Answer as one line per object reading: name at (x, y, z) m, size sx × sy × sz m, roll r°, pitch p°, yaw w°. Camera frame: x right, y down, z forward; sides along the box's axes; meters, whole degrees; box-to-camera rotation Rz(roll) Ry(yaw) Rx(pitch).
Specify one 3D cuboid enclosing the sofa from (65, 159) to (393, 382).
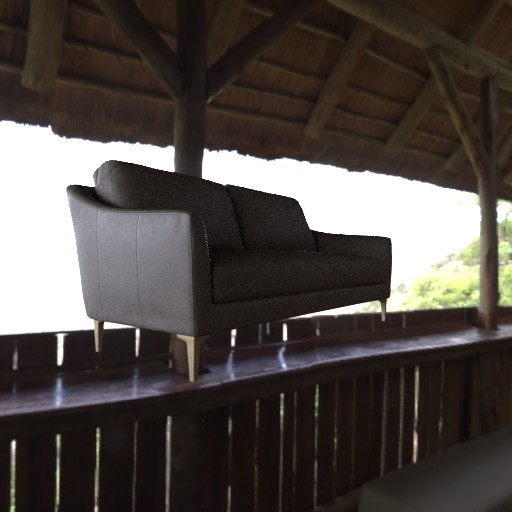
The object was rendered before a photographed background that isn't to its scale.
sofa at (0.000, 0.000, 2.585) m, size 0.960 × 0.902 × 2.036 m, roll 0°, pitch -1°, yaw 36°
